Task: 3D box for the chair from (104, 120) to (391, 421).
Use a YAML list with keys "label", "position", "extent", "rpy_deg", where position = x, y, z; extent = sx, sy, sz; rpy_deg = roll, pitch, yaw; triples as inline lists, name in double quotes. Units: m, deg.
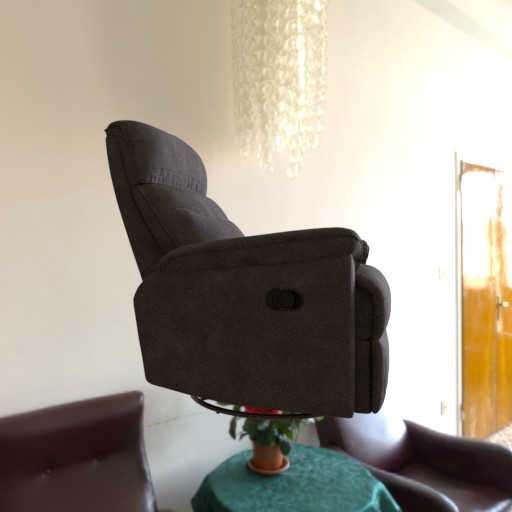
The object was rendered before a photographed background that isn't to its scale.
- label: "chair"
  position: [0.000, 0.000, 1.728]
  extent: [1.009, 1.035, 0.830]
  rpy_deg: [0, 0, 16]
